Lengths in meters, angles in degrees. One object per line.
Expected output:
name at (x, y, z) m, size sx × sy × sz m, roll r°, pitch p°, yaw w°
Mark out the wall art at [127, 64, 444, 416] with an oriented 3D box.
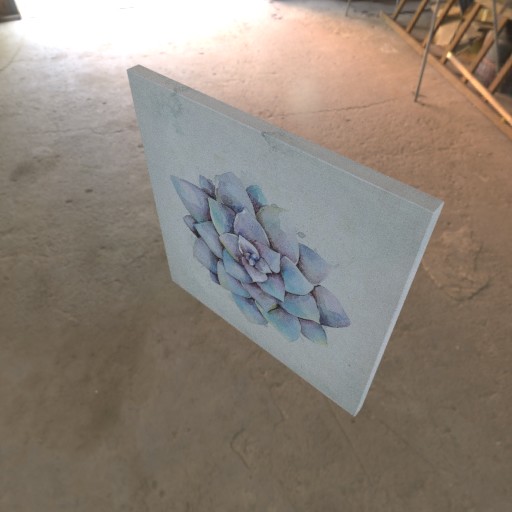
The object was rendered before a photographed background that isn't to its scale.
wall art at (0.000, 0.000, 1.143) m, size 0.762 × 0.762 × 0.038 m, roll 32°, pitch 55°, yaw 26°
